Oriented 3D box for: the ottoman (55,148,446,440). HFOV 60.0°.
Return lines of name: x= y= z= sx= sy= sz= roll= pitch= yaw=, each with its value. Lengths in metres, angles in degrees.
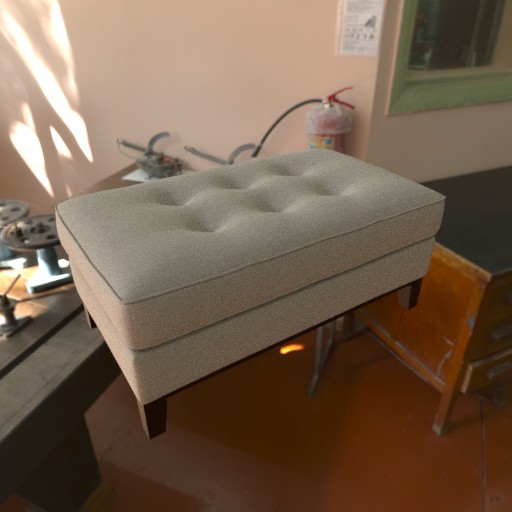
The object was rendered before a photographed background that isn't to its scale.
ottoman: x=0.000 y=0.000 z=1.539 sx=1.143 sy=0.508 sz=0.648 roll=-19 pitch=35 yaw=-28
